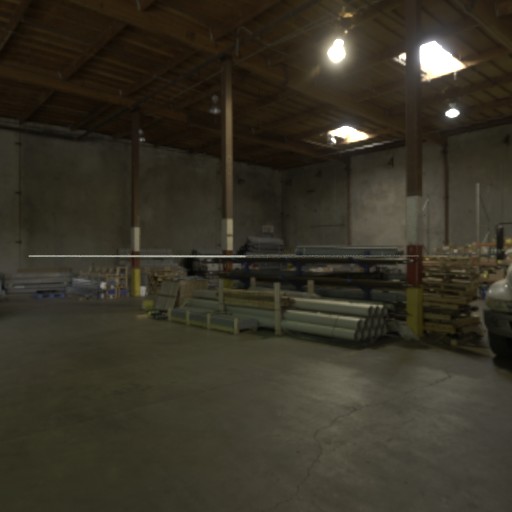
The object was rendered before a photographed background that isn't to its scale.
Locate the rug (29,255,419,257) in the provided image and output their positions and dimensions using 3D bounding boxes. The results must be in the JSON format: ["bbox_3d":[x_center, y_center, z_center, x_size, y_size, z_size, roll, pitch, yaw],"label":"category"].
[{"bbox_3d":[0.000,0.000,2.413,1.234,0.006,1.854,0,0,35],"label":"rug"}]
